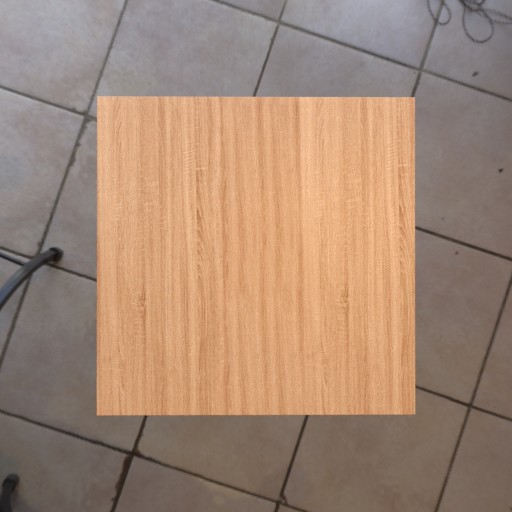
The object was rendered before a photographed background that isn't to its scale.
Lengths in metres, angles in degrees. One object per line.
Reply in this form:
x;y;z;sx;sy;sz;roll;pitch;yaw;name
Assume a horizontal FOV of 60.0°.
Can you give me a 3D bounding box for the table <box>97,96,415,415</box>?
0.000;0.000;1.392;0.890;0.305;0.890;0;90;0;table
